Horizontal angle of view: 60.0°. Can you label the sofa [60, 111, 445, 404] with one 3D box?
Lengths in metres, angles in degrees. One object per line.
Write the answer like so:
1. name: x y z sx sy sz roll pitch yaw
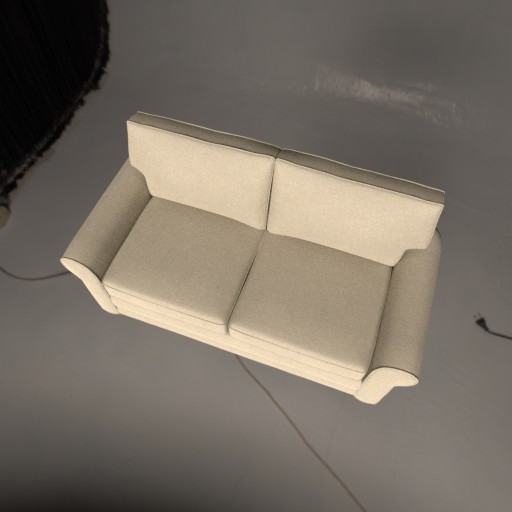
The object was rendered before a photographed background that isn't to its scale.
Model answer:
1. sofa: 0.000 0.000 2.315 1.774 0.933 0.861 17 61 10
